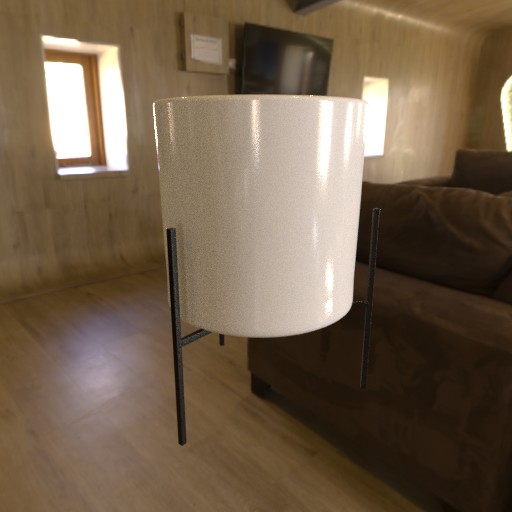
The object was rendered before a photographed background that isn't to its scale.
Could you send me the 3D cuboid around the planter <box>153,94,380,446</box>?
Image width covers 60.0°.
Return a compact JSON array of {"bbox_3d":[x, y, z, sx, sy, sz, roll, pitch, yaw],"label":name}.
[{"bbox_3d":[0.000,0.000,0.659,0.307,0.431,0.308,-8,18,-25],"label":"planter"}]
